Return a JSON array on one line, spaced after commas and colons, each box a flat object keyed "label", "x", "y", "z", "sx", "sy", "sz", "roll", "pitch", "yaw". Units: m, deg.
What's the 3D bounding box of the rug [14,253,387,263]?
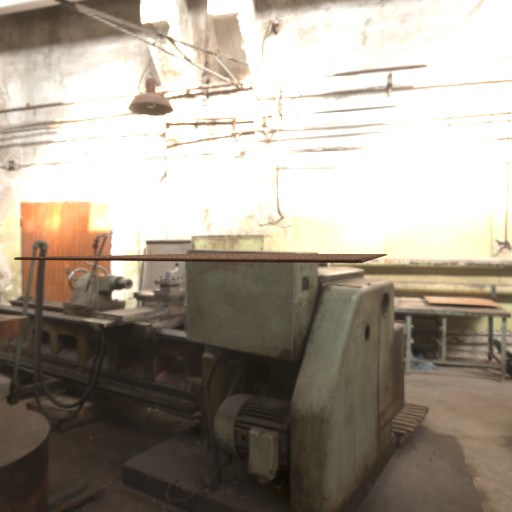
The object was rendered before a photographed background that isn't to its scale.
[{"label": "rug", "x": 0.000, "y": 0.000, "z": 2.255, "sx": 1.219, "sy": 0.010, "sz": 1.829, "roll": 0, "pitch": 1, "yaw": 19}]
